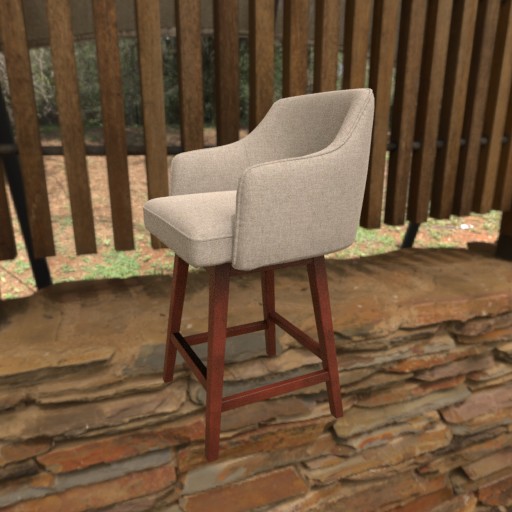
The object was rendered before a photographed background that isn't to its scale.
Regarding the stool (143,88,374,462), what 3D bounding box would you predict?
[{"bbox_3d":[0.000,0.000,1.326,0.558,0.944,0.599,-8,18,-25],"label":"stool"}]
